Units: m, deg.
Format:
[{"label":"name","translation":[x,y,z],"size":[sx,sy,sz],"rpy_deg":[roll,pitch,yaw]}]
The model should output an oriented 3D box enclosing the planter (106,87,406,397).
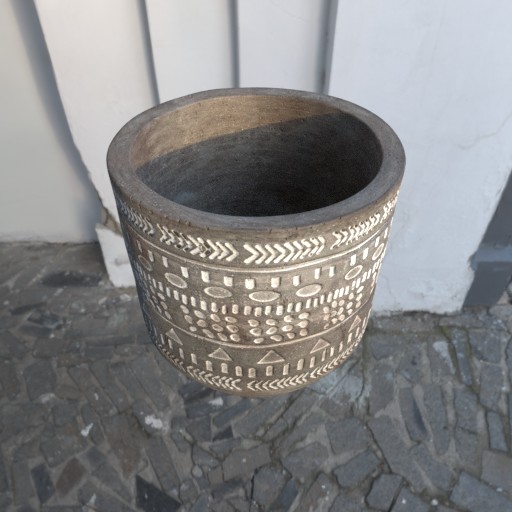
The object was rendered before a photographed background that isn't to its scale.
[{"label":"planter","translation":[0.000,0.000,0.225],"size":[0.122,0.128,0.122],"rpy_deg":[0,41,0]}]
